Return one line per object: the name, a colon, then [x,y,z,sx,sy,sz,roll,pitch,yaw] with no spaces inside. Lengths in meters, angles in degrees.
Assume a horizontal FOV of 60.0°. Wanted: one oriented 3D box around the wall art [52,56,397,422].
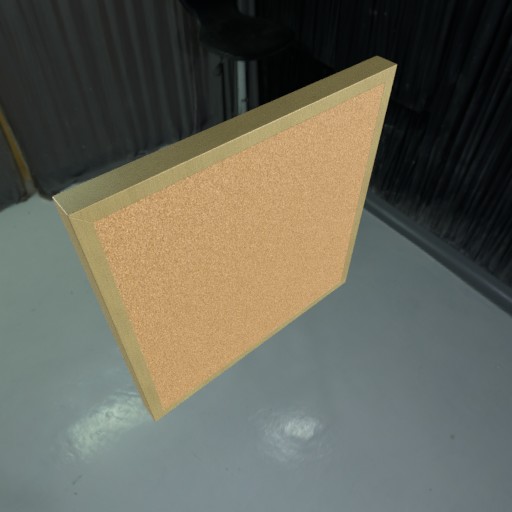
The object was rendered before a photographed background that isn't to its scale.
wall art: [0.000,0.000,0.736,0.508,0.508,0.038,-32,55,-26]
